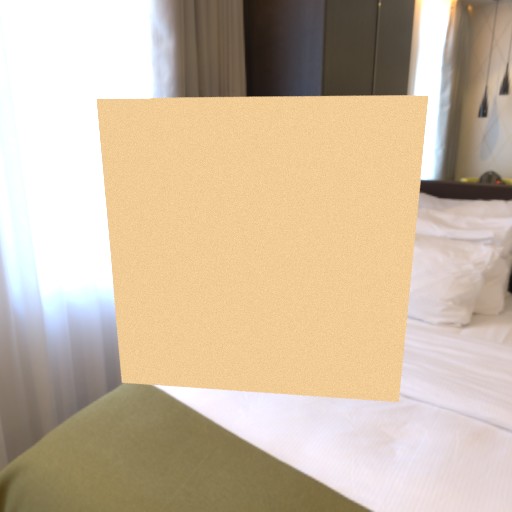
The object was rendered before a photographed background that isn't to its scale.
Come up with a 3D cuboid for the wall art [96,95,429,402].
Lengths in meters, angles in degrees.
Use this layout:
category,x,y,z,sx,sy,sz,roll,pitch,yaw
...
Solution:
category,x,y,z,sx,sy,sz,roll,pitch,yaw
wall art,0.000,0.000,0.828,0.559,0.559,0.028,2,16,7
